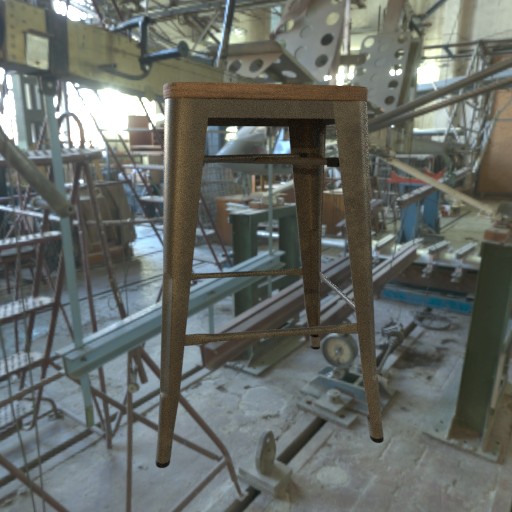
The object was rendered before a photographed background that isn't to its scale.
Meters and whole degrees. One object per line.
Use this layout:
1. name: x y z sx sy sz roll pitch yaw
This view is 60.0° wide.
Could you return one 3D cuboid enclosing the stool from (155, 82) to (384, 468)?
1. stool: 0.000 0.000 0.885 0.407 0.607 0.407 -2 14 -9
